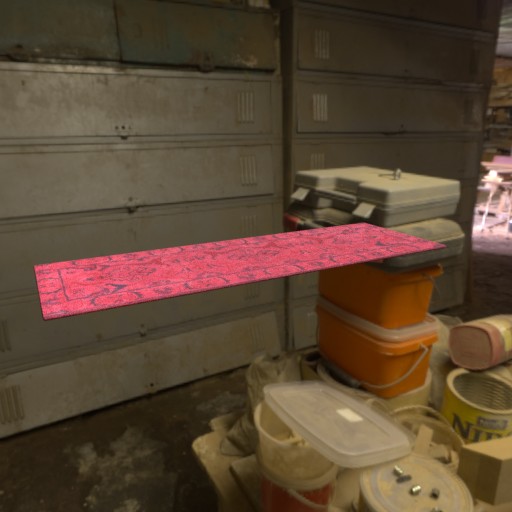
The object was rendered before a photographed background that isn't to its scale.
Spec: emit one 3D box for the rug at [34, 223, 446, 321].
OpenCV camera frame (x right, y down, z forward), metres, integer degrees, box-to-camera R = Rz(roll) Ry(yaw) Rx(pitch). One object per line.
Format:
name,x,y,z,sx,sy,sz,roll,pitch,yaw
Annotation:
rug,0.000,0.000,2.733,2.439,0.018,0.813,-9,19,-27
